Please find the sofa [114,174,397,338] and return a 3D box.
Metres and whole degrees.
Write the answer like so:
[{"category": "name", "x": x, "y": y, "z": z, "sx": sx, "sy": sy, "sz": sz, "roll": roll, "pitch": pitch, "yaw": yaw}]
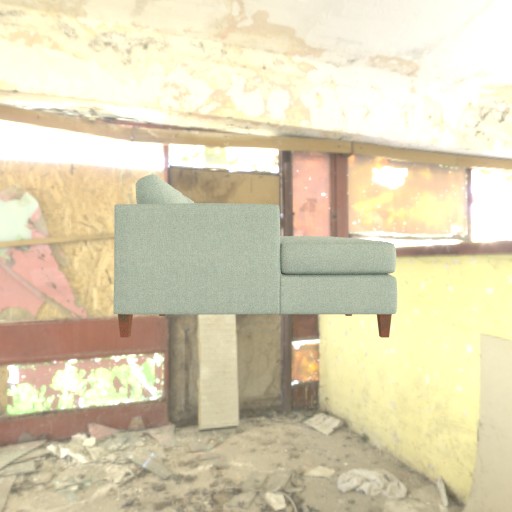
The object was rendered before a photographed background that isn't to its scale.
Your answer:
[{"category": "sofa", "x": 0.000, "y": 0.000, "z": 4.168, "sx": 1.600, "sy": 0.953, "sz": 3.470, "roll": 0, "pitch": -1, "yaw": 0}]
